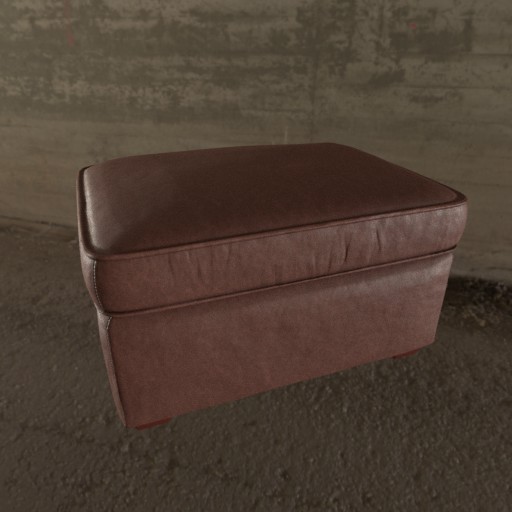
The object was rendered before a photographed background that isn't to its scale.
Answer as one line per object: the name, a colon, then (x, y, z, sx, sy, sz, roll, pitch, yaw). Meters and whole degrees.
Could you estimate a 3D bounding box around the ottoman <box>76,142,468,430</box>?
ottoman: (0.000, 0.000, 1.056, 0.749, 0.449, 0.548, -10, 29, -18)
